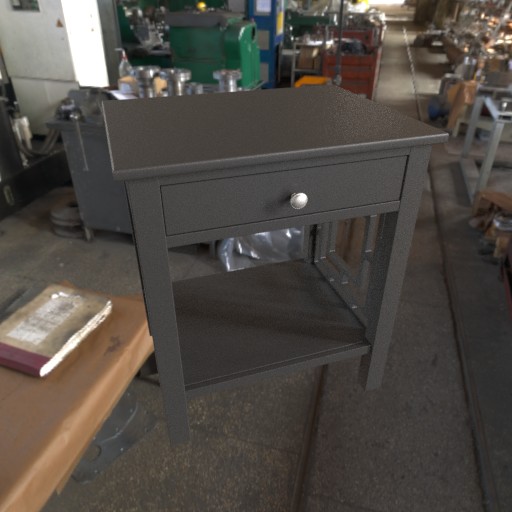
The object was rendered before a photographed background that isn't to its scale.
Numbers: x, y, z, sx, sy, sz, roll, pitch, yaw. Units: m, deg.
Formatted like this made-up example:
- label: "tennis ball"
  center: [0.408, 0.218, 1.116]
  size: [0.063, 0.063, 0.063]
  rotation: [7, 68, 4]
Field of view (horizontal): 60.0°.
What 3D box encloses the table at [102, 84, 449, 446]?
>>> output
- label: "table"
  center: [0.000, 0.000, 1.035]
  size: [0.564, 0.646, 0.451]
  rotation: [-10, 33, -15]
